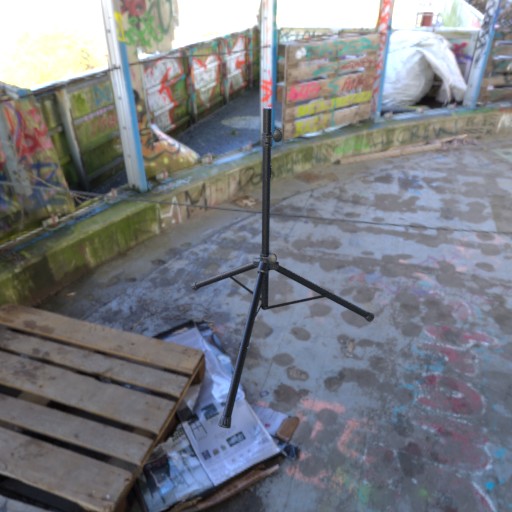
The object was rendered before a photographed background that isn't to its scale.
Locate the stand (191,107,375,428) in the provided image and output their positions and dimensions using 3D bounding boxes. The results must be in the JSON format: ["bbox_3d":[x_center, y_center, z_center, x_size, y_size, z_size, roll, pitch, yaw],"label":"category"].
[{"bbox_3d":[0.000,0.000,1.852,1.045,1.136,0.907,10,33,15],"label":"stand"}]
